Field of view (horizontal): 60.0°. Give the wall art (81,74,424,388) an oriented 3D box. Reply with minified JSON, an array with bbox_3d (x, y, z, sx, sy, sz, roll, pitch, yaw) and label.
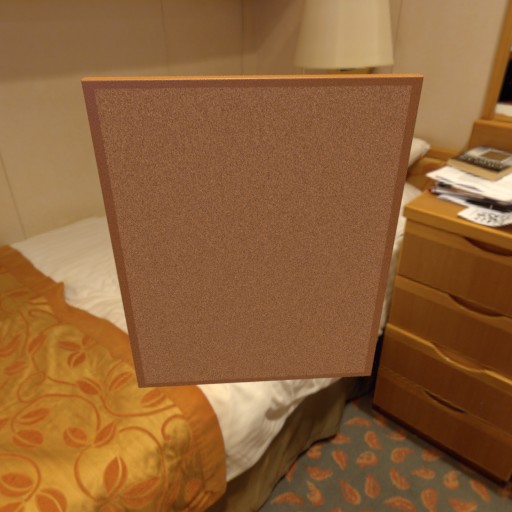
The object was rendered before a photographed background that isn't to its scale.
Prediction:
[{"bbox_3d":[0.000,0.000,0.499,0.310,0.379,0.015,-2,30,-4],"label":"wall art"}]
